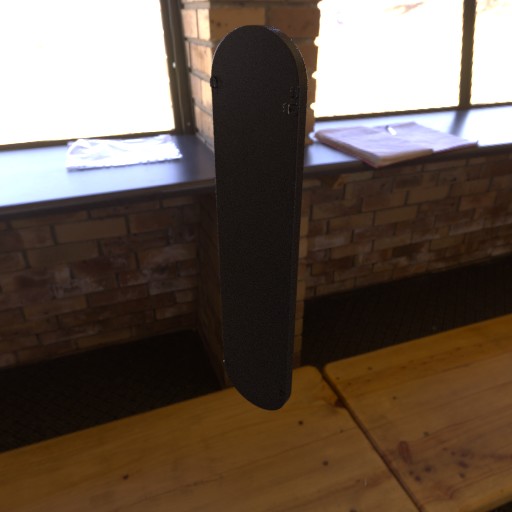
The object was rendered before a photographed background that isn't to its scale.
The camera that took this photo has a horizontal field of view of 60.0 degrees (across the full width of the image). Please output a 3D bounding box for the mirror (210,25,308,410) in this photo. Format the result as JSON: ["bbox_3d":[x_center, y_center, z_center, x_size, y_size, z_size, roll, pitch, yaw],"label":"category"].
[{"bbox_3d":[0.000,0.000,1.071,0.222,0.991,0.032,20,35,32],"label":"mirror"}]
